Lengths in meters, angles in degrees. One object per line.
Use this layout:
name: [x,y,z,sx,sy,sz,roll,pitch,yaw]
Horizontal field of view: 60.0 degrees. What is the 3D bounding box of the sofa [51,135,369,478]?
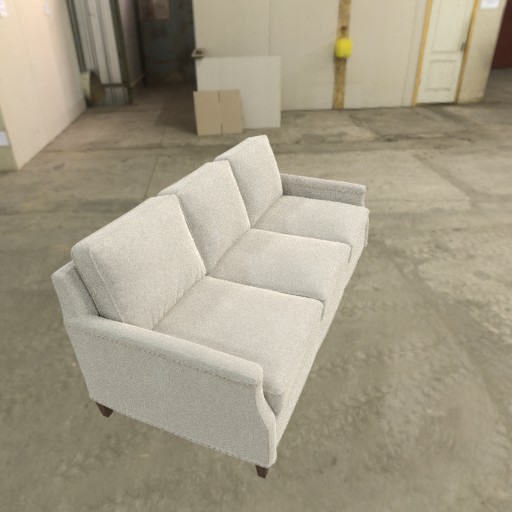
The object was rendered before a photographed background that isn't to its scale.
sofa: [0.000,0.000,2.798,1.084,1.003,2.246,12,32,20]
